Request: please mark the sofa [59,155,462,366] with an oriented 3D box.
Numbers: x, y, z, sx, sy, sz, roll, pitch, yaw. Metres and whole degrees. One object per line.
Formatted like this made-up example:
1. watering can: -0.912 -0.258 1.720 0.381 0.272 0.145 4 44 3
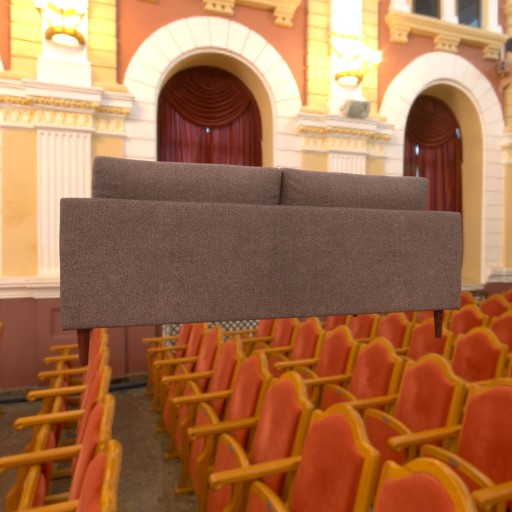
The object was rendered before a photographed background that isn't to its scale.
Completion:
1. sofa: 0.000 0.000 2.469 1.948 0.868 1.020 0 0 -19
